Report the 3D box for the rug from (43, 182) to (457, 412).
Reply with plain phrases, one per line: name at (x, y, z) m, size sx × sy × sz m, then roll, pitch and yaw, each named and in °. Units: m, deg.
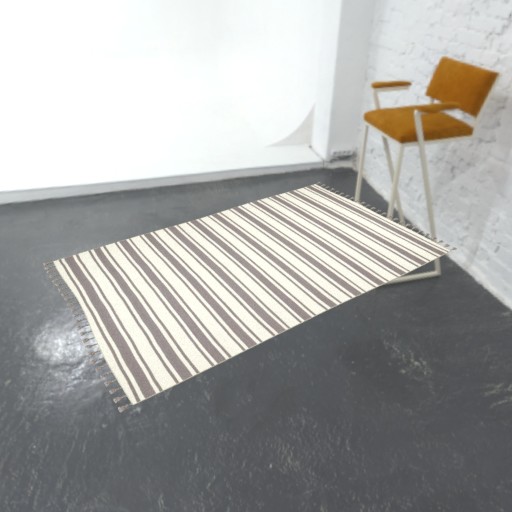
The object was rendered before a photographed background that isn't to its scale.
rug at (0.000, 0.000, 2.575) m, size 2.096 × 0.011 × 1.229 m, roll -20°, pitch 38°, yaw -29°
